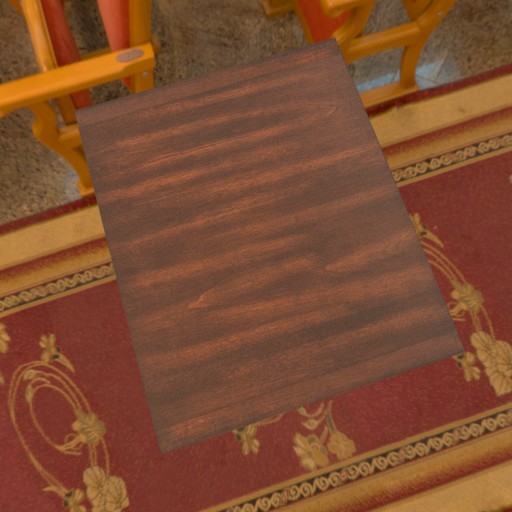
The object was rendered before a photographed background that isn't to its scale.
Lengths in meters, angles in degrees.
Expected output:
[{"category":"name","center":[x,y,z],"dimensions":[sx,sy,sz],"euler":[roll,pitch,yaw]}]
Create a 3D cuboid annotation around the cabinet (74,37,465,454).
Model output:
[{"category":"cabinet","center":[0.000,0.000,0.825],"dimensions":[0.402,0.455,0.500],"euler":[-17,78,-4]}]
